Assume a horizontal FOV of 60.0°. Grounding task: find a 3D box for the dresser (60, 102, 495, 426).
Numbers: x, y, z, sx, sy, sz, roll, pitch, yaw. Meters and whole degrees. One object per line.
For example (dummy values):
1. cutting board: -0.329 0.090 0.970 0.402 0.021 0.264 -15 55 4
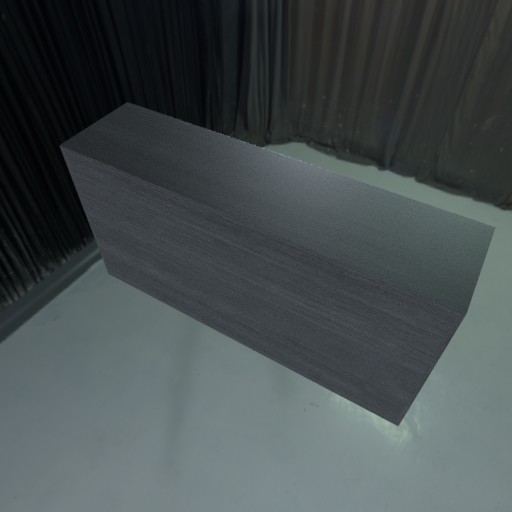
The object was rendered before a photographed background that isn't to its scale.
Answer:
1. dresser: 0.000 0.000 1.905 1.590 0.795 0.400 24 52 20
